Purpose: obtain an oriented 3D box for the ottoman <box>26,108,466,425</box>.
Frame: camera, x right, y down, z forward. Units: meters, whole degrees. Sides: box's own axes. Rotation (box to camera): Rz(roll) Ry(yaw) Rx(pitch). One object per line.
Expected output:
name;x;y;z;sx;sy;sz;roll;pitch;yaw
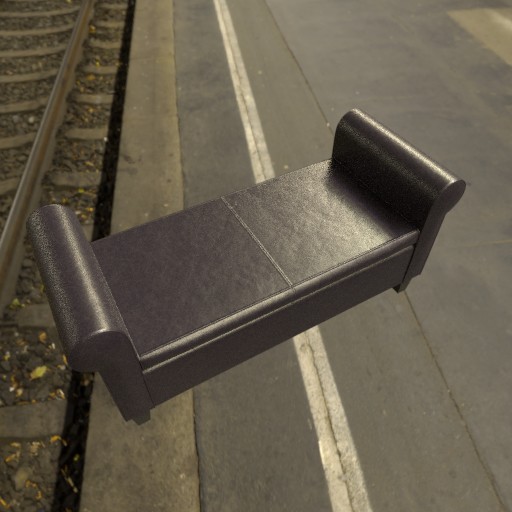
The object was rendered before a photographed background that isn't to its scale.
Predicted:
ottoman;0.000;0.000;1.507;1.256;0.547;0.521;-23;51;-20
